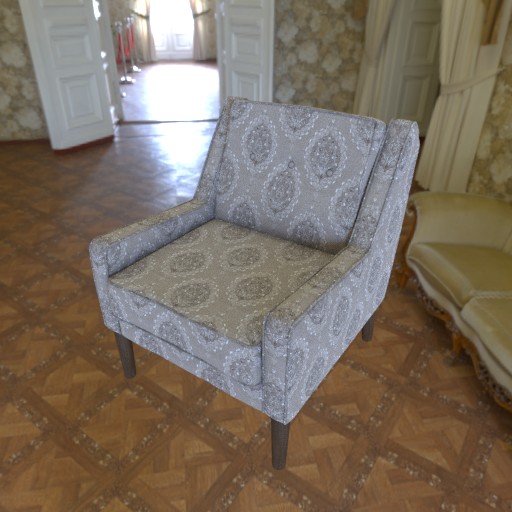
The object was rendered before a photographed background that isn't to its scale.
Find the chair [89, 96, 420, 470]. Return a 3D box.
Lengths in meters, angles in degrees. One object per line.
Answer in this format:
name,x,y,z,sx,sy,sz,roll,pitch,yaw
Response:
chair,0.000,0.000,1.337,0.665,0.797,0.750,19,35,29
